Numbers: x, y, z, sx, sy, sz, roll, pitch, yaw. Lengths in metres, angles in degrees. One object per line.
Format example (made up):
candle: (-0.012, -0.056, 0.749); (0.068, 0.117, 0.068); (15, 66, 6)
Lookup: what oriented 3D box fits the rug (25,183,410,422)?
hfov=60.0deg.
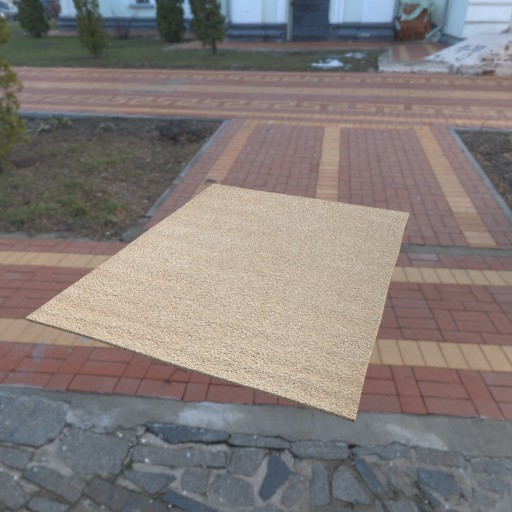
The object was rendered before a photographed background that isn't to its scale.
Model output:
rug: (0.000, 0.000, 4.035); (2.400, 0.026, 3.000); (11, 32, 19)
